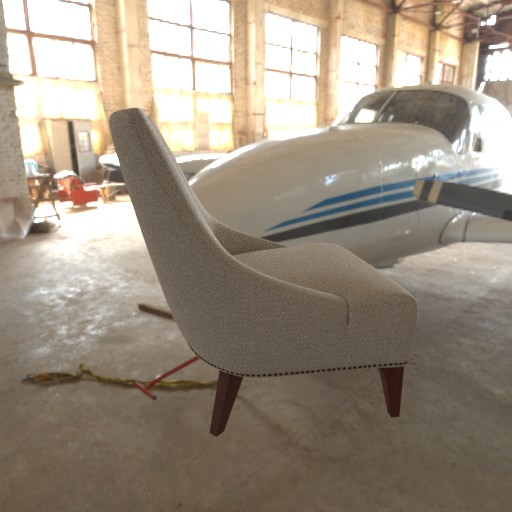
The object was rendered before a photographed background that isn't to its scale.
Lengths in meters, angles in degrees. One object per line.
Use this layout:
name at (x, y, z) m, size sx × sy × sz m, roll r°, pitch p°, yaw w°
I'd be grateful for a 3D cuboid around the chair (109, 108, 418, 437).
chair at (0.000, 0.000, 1.485) m, size 0.861 × 0.909 × 0.701 m, roll -3°, pitch 15°, yaw -10°
